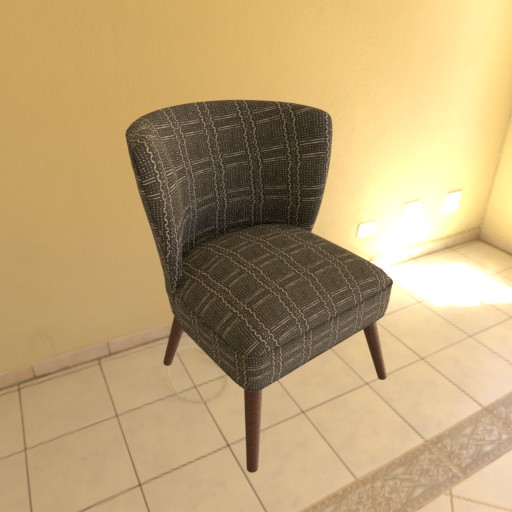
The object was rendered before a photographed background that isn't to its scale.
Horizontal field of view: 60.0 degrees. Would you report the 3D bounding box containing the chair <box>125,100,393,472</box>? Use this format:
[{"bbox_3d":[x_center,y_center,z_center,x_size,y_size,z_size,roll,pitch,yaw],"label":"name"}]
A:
[{"bbox_3d":[0.000,0.000,1.453,0.710,0.866,0.758,-21,36,-32],"label":"chair"}]
